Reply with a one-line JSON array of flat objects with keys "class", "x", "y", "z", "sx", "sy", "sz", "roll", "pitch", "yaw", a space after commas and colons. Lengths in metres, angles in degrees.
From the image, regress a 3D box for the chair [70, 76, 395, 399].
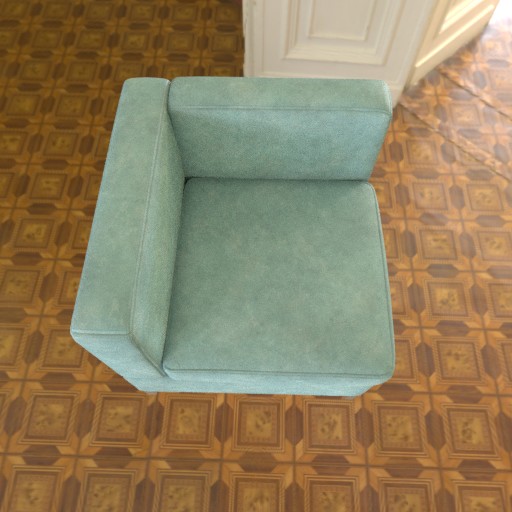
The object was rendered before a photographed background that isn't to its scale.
[{"class": "chair", "x": 0.000, "y": 0.000, "z": 1.219, "sx": 0.684, "sy": 0.660, "sz": 0.691, "roll": 1, "pitch": 64, "yaw": 1}]
